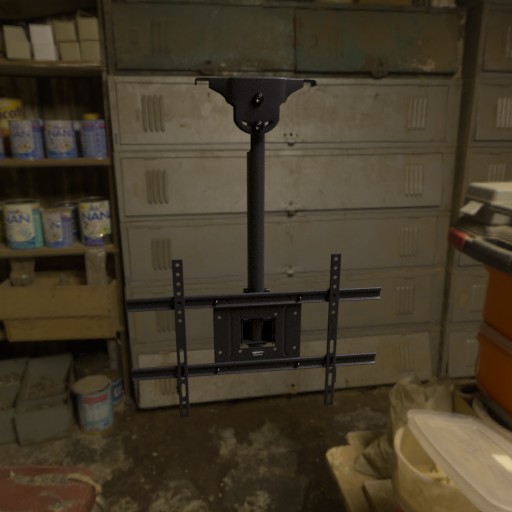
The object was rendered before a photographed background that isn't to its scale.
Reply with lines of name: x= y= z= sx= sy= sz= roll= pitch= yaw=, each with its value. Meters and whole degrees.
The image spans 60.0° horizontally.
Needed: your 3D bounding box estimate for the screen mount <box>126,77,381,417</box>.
screen mount: x=0.000 y=0.000 z=1.039 sx=0.595 sy=0.775 sz=0.090 roll=-2 pitch=16 yaw=-8
